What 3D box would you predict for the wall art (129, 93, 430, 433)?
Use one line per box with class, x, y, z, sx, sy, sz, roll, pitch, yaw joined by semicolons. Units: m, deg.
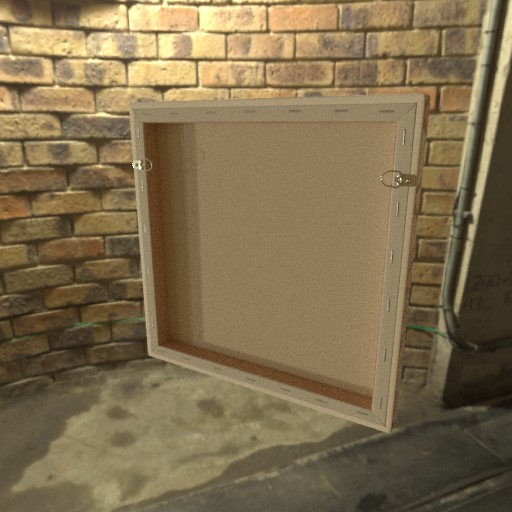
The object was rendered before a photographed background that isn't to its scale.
wall art;0.000;0.000;0.759;0.507;0.508;0.038;9;19;28
